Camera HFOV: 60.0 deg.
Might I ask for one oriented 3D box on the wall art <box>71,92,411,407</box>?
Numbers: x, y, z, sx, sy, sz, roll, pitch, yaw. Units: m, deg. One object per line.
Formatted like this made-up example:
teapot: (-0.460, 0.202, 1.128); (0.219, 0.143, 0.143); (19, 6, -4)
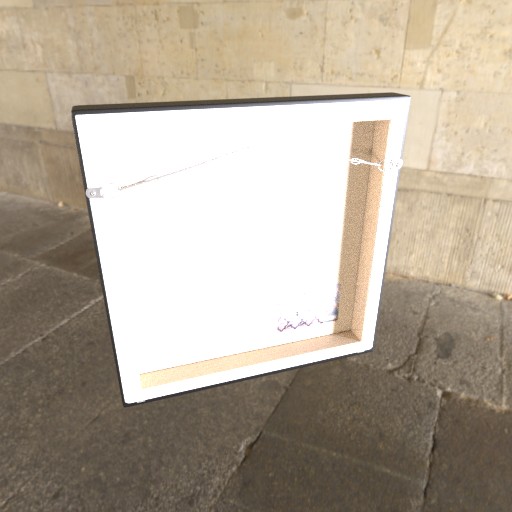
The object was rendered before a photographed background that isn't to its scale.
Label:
wall art: (0.000, 0.000, 0.608); (0.406, 0.407, 0.041); (-8, 28, -16)
